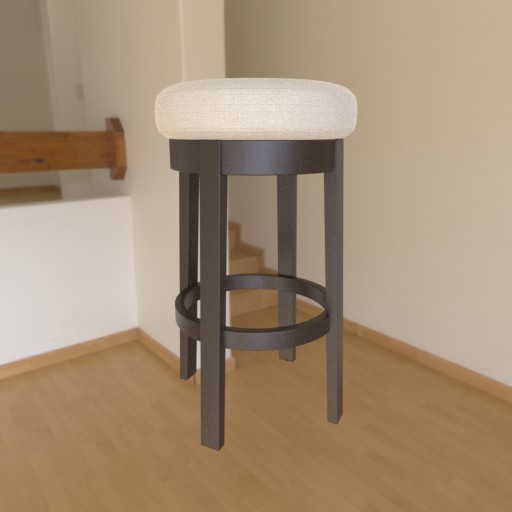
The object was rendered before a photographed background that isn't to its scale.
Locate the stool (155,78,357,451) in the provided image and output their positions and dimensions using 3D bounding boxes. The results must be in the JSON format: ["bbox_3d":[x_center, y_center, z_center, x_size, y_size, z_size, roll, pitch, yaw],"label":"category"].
[{"bbox_3d":[0.000,0.000,1.045,0.446,0.758,0.446,0,16,0],"label":"stool"}]
